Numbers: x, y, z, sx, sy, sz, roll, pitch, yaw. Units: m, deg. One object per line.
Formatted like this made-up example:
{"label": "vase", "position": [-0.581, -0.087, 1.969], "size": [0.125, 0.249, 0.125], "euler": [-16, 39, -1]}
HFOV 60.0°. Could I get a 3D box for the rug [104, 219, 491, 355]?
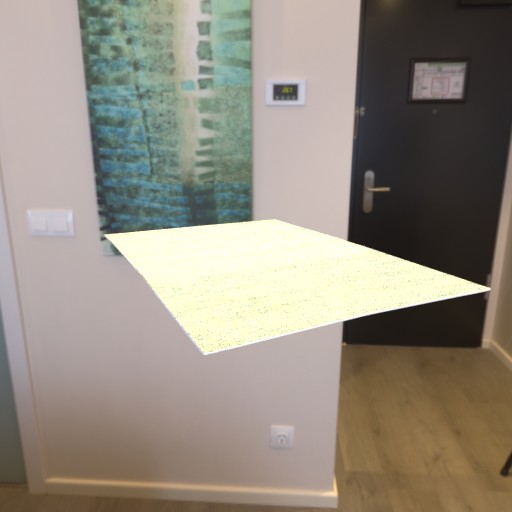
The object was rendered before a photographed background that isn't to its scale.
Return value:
{"label": "rug", "position": [0.000, 0.000, 2.944], "size": [1.593, 0.029, 2.305], "euler": [-7, 16, -26]}
